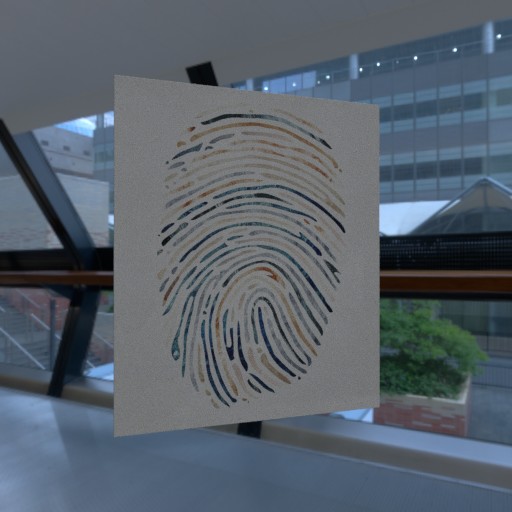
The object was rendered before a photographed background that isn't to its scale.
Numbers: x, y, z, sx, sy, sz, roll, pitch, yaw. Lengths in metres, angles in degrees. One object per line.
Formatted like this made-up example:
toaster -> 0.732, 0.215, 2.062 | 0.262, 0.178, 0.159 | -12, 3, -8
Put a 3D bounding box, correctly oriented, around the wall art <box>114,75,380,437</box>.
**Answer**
wall art -> 0.000, 0.000, 0.831 | 0.508, 0.606, 0.037 | 0, 0, -17
